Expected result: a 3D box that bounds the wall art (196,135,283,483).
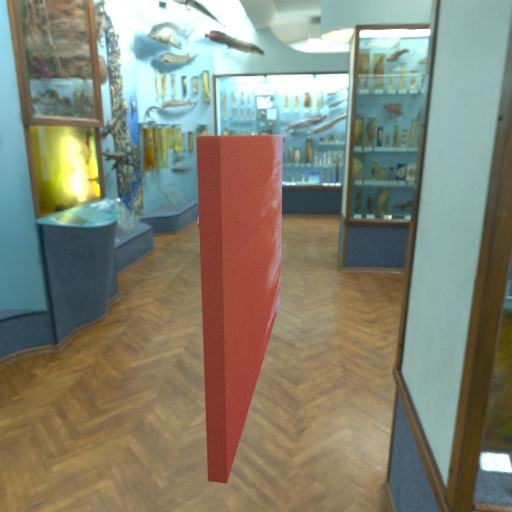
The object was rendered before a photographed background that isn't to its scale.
[{"bbox_3d":[0.000,0.000,1.157,0.040,0.609,0.913,2,16,9],"label":"wall art"}]
